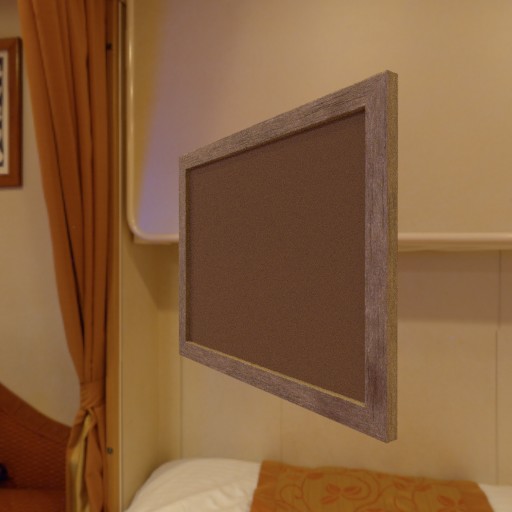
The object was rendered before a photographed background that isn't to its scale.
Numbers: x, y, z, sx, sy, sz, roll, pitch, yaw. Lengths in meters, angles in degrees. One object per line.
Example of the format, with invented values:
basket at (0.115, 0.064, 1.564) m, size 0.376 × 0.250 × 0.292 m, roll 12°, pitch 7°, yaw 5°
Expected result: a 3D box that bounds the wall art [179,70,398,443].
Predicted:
wall art at (0.000, 0.000, 0.924) m, size 0.026 × 0.535 × 0.690 m, roll 0°, pitch 0°, yaw -35°
